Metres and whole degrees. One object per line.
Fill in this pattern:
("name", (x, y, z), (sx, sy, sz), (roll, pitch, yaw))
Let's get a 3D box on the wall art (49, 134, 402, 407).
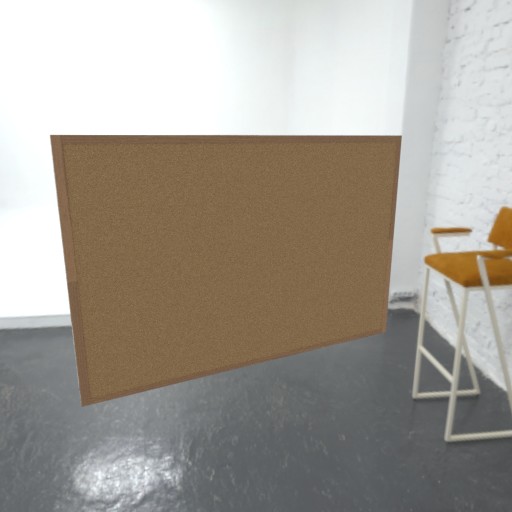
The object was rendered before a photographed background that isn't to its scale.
("wall art", (0.000, 0.000, 1.441), (1.141, 0.758, 0.035), (-7, 17, -25))
